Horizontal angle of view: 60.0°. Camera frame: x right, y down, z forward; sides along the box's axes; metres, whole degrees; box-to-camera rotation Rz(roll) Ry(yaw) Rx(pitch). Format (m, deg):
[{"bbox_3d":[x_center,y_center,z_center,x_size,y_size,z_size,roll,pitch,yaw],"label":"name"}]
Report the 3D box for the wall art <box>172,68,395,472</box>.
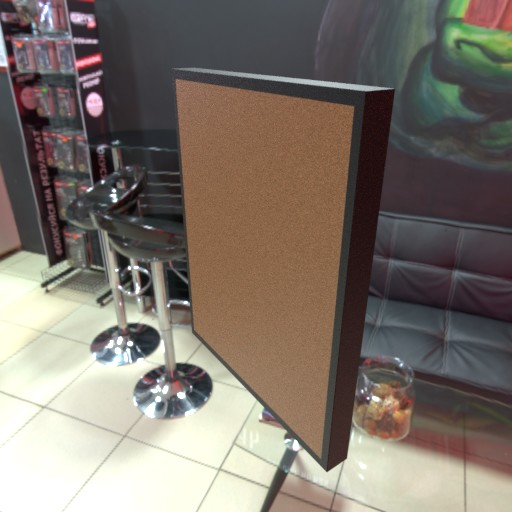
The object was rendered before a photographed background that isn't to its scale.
[{"bbox_3d":[0.000,0.000,0.489,0.030,0.369,0.294,-17,31,-31],"label":"wall art"}]
